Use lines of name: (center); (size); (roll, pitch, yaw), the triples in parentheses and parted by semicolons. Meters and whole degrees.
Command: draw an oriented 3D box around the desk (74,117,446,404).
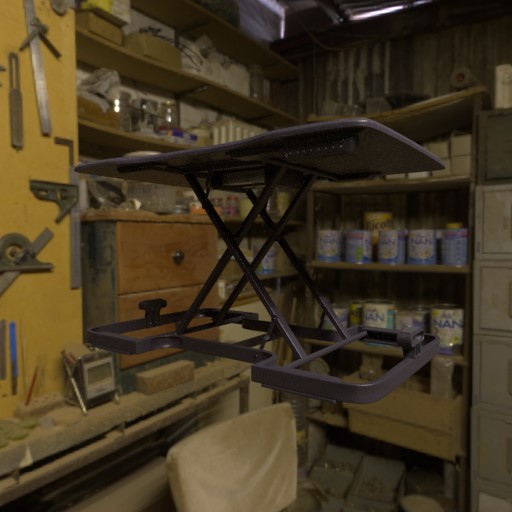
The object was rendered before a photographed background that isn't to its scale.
desk: (0.000, 0.000, 1.140); (0.820, 0.470, 0.546); (1, 3, 36)
